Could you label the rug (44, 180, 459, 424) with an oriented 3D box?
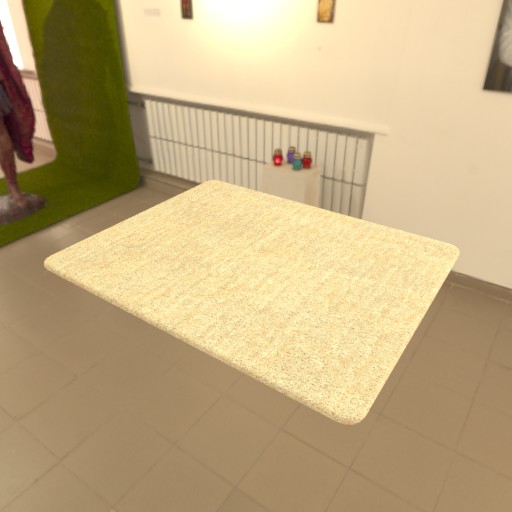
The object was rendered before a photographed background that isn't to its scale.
[{"bbox_3d":[0.000,0.000,3.369,2.528,0.048,2.009,20,36,29],"label":"rug"}]
